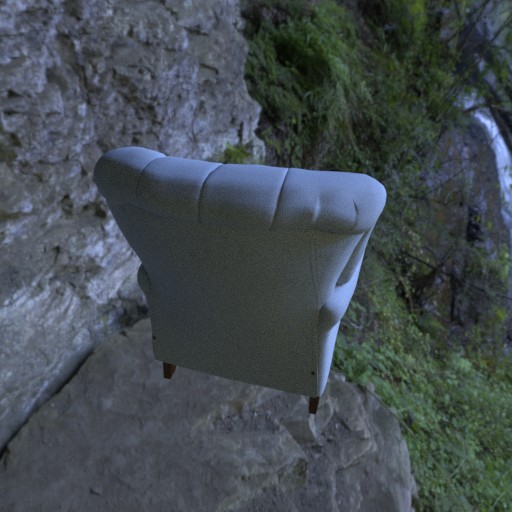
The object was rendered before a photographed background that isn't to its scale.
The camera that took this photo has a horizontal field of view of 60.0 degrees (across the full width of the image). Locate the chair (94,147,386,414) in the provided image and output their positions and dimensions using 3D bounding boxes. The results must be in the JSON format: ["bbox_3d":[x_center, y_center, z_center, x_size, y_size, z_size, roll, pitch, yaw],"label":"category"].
[{"bbox_3d":[0.000,0.000,2.138,1.090,1.217,1.128,9,34,14],"label":"chair"}]
